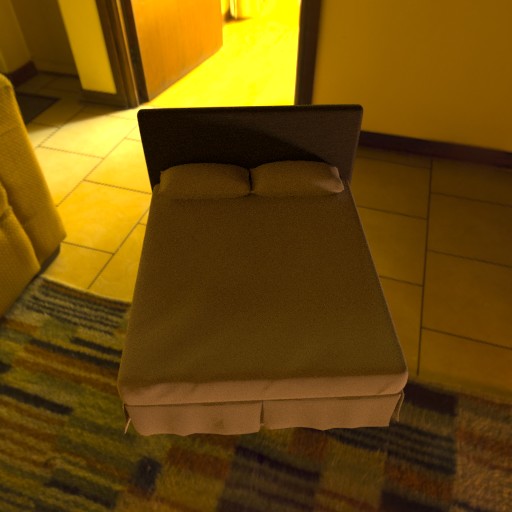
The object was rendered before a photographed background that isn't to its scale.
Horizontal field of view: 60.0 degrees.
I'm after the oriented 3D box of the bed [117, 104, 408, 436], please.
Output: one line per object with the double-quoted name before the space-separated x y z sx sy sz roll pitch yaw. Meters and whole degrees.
"bed" 0.000 0.000 3.296 1.884 1.330 2.142 -2 46 -2
